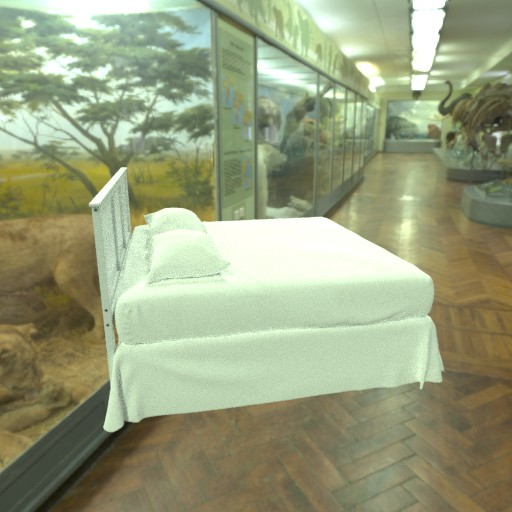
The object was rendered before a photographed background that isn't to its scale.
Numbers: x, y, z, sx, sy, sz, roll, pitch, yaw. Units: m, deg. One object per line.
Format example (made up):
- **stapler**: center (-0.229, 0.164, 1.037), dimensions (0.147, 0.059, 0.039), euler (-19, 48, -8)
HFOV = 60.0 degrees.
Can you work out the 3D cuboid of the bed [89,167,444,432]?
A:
- **bed**: center (0.000, 0.000, 3.577), dimensions (2.215, 1.273, 2.317), euler (-3, 17, -11)
